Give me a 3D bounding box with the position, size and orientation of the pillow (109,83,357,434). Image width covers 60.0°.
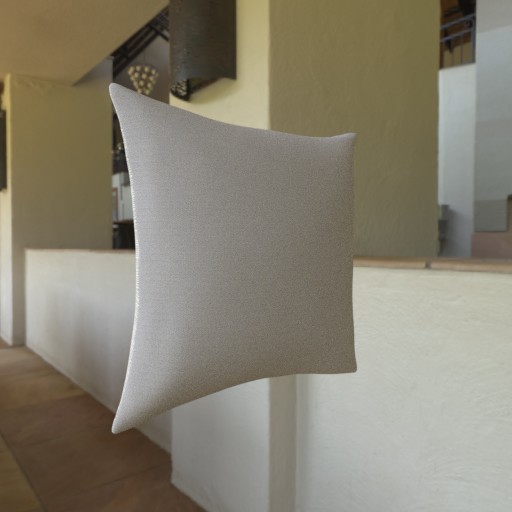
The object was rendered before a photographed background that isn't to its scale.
[{"bbox_3d":[0.000,0.000,0.777,0.512,0.497,0.204,-1,2,-36],"label":"pillow"}]
